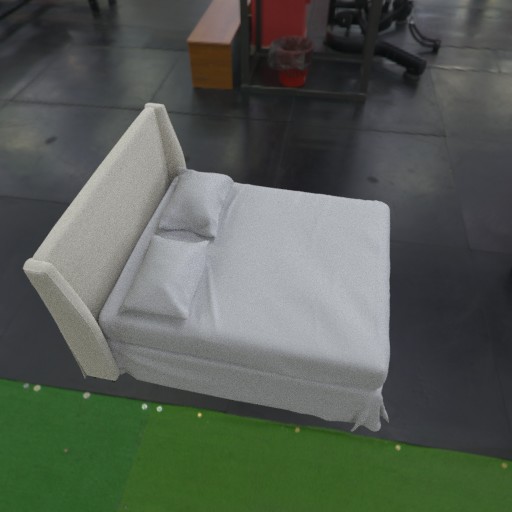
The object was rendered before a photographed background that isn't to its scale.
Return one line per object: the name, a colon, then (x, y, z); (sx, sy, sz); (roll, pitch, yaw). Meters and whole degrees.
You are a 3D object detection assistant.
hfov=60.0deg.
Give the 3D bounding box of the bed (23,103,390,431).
bed: (0.000, 0.000, 3.392); (2.276, 1.332, 1.925); (9, 48, 8)
